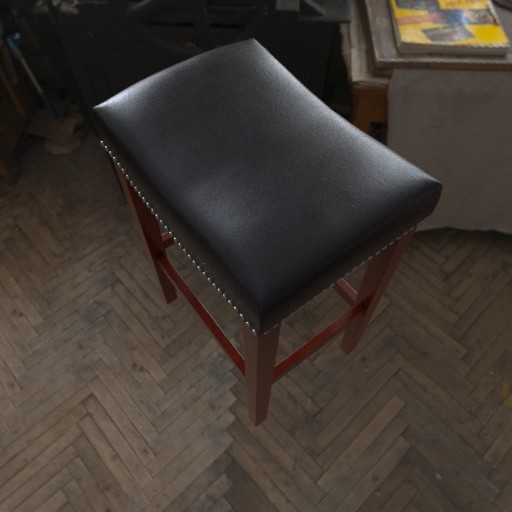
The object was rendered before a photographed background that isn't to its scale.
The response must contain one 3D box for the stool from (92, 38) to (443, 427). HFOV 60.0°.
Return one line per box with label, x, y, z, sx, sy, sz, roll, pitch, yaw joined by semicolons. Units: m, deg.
stool;0.000;0.000;1.017;0.372;0.742;0.504;-32;63;-19
